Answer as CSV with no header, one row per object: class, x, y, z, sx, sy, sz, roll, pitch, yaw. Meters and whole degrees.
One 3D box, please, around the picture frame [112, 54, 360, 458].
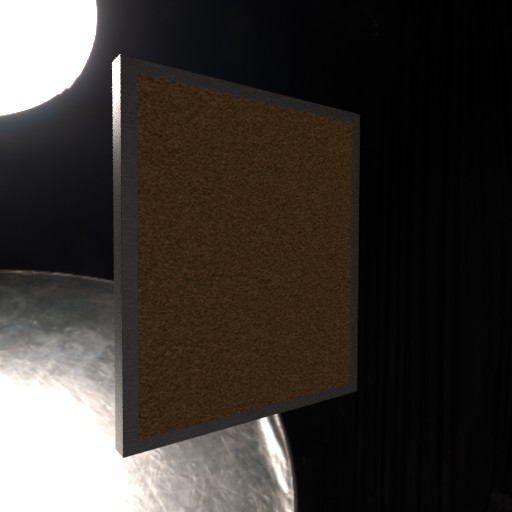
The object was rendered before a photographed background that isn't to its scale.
picture frame,0.000,0.000,0.520,0.327,0.378,0.027,-1,2,-36
